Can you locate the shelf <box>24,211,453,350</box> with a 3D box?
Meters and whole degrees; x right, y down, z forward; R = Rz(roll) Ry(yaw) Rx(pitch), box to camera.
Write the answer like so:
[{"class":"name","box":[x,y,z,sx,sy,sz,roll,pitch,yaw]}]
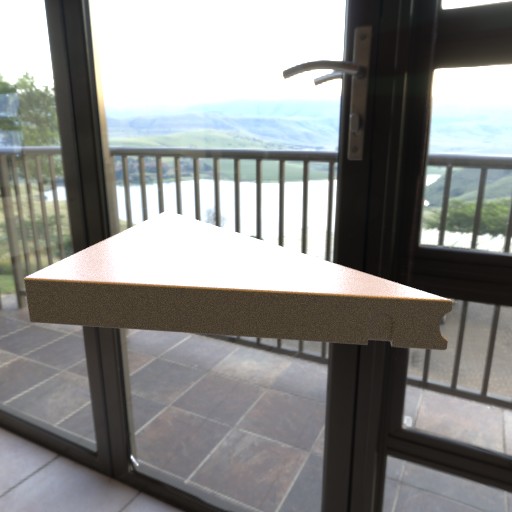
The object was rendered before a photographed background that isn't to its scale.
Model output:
[{"class":"shelf","box":[0.000,0.000,0.443,0.296,0.035,0.296,2,16,9]}]
